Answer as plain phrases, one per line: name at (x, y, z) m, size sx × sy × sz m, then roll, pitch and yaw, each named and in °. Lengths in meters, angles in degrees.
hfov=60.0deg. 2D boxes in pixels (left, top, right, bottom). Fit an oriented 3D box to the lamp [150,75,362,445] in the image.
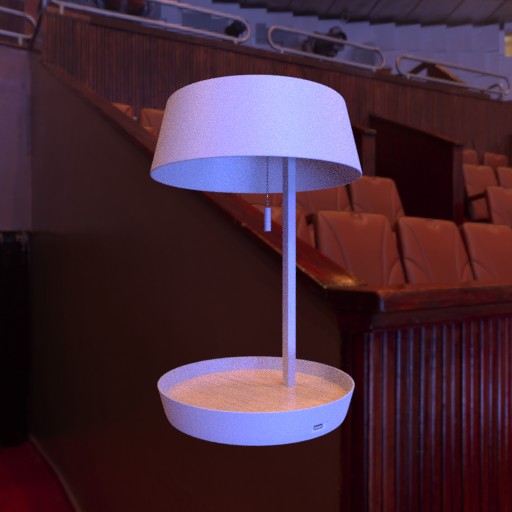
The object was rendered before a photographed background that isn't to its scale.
lamp at (0.000, 0.000, 0.625) m, size 0.291 × 0.429 × 0.291 m, roll 0°, pitch 0°, yaw 0°
